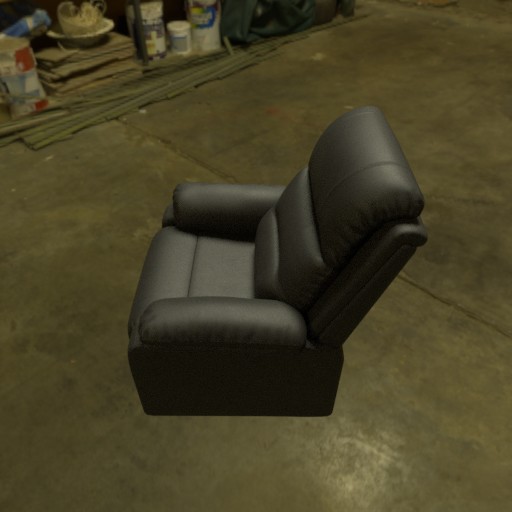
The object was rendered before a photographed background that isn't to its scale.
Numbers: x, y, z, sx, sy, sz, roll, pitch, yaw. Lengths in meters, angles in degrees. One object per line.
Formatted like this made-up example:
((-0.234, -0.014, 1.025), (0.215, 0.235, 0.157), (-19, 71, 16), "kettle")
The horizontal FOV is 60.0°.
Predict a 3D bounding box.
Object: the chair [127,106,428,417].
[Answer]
((0.000, 0.000, 1.651), (0.919, 0.992, 0.855), (0, 42, 0), "chair")
